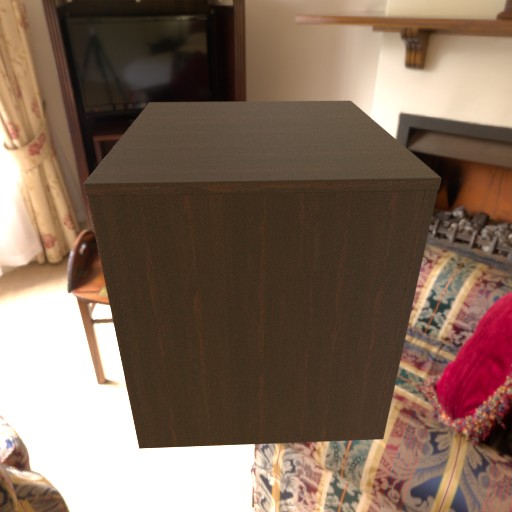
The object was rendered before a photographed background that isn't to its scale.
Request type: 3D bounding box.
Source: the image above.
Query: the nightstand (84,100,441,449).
[{"bbox_3d":[0.000,0.000,0.809,0.400,0.460,0.461,-1,30,-2],"label":"nightstand"}]
